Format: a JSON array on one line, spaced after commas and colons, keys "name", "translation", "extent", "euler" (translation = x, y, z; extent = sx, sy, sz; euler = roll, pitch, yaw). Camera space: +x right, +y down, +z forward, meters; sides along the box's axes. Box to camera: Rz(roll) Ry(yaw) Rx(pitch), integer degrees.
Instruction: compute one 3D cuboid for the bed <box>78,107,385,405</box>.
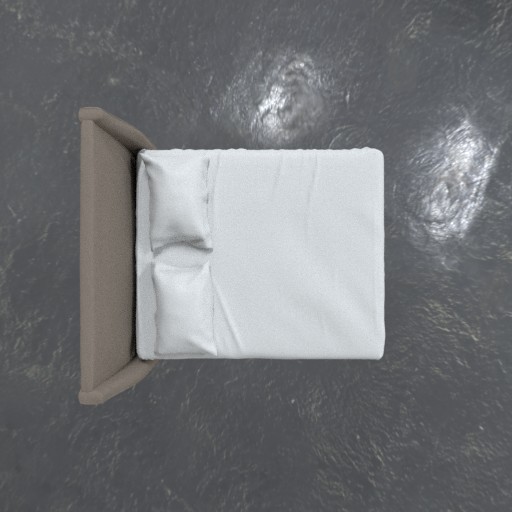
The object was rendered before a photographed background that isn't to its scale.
[{"name": "bed", "translation": [0.000, 0.000, 3.464], "extent": [2.276, 1.332, 1.925], "euler": [0, 90, 0]}]
